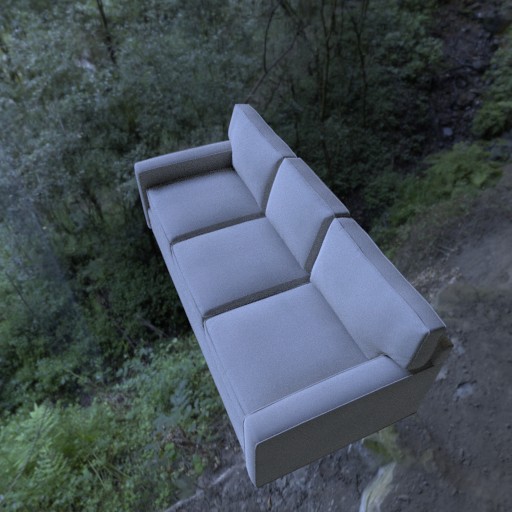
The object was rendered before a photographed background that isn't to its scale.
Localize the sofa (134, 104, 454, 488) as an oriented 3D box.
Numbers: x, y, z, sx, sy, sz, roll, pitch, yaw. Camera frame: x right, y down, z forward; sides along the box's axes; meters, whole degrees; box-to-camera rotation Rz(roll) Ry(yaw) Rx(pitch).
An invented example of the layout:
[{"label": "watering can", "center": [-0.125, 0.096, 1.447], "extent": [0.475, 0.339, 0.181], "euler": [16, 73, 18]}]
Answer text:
[{"label": "sofa", "center": [0.000, 0.000, 2.579], "extent": [0.935, 0.862, 2.088], "euler": [-17, 48, -16]}]
